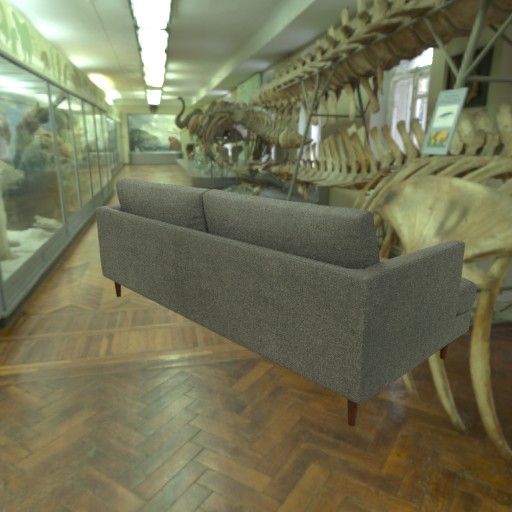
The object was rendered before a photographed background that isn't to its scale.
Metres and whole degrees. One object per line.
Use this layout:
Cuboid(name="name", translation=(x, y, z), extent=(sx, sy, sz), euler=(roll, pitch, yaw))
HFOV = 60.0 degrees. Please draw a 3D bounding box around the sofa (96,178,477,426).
Cuboid(name="sofa", translation=(0.000, 0.000, 2.715), extent=(1.020, 0.868, 2.250), euler=(-14, 20, -41))
